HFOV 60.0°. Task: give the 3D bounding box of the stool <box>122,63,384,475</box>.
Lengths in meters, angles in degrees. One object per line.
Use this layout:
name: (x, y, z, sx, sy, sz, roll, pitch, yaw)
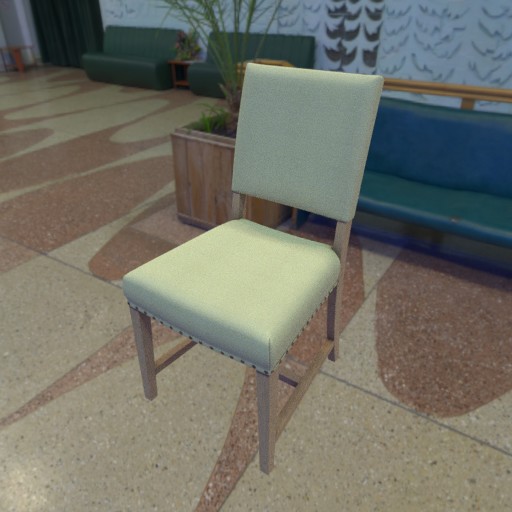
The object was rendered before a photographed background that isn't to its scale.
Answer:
stool: (0.000, 0.000, 1.335, 0.508, 0.986, 0.623, 19, 36, 29)
